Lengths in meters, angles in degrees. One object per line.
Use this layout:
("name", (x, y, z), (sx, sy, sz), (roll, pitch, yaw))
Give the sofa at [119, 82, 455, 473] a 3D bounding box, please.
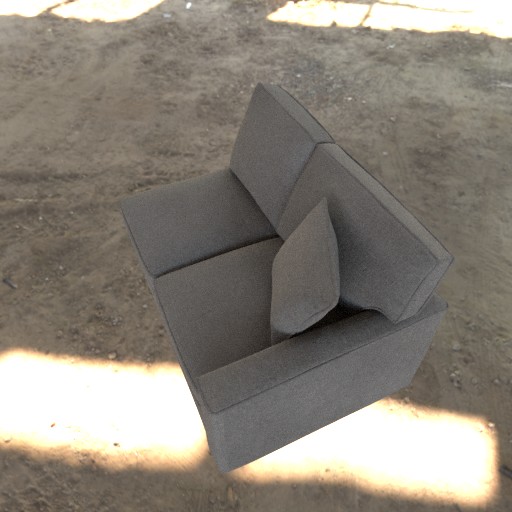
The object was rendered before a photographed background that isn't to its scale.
("sofa", (0.000, 0.000, 2.051), (0.991, 0.989, 1.388), (-19, 49, -17))
